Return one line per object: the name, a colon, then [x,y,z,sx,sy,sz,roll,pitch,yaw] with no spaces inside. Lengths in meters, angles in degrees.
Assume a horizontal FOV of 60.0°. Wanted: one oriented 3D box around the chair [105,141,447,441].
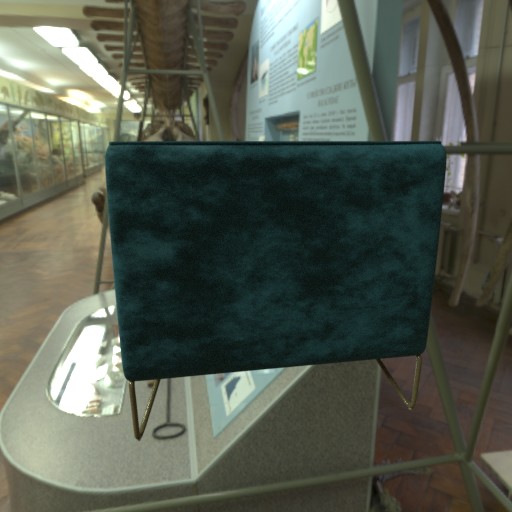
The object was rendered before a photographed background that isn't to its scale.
chair: [0.000,0.000,1.575,0.880,0.790,0.894,-3,15,-10]
